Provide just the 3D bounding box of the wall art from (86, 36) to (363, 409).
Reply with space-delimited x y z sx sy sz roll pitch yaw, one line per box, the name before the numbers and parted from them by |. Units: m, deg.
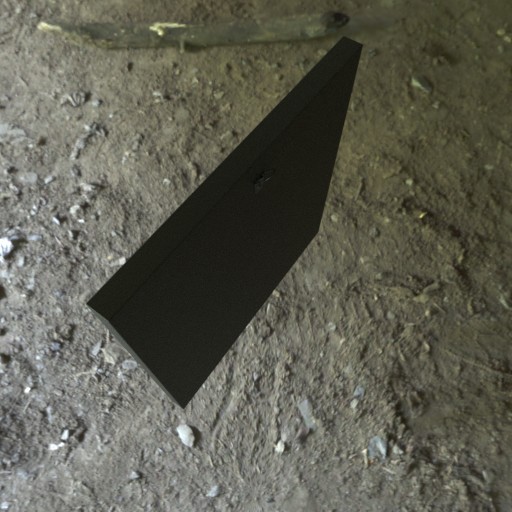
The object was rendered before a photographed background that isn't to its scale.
wall art | 0.000 0.000 0.519 0.038 0.349 0.349 32 66 16
